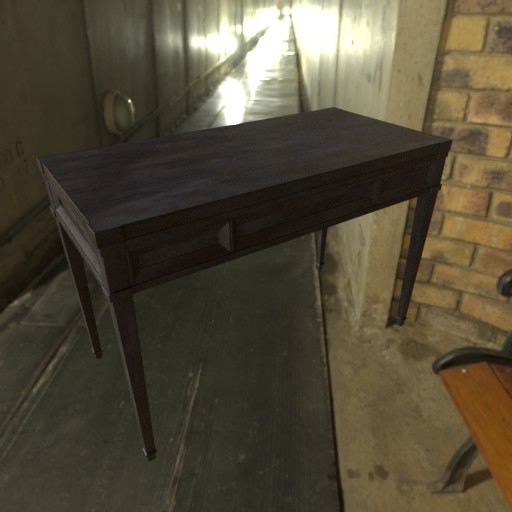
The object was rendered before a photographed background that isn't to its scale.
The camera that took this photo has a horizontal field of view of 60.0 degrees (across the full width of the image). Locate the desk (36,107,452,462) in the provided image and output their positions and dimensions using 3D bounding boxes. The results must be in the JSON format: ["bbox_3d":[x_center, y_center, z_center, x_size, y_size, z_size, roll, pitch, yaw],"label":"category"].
[{"bbox_3d":[0.000,0.000,1.737,1.289,0.861,0.630,-19,36,-29],"label":"desk"}]
